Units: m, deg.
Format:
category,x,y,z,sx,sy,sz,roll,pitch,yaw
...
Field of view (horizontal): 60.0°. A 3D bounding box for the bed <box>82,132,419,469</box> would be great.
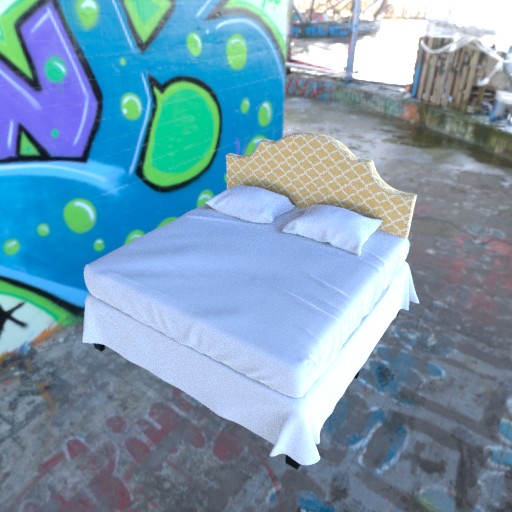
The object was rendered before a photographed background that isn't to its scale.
category,x,y,z,sx,sy,sz,roll,pitch,yaw
bed,0.000,0.000,3.683,2.314,1.601,2.222,19,36,29
